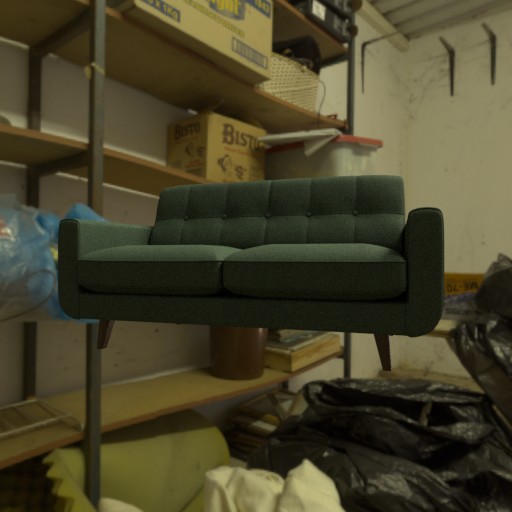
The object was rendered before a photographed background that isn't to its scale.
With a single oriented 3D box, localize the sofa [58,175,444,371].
[{"bbox_3d":[0.000,0.000,2.170,1.631,0.841,0.909,0,0,18],"label":"sofa"}]
